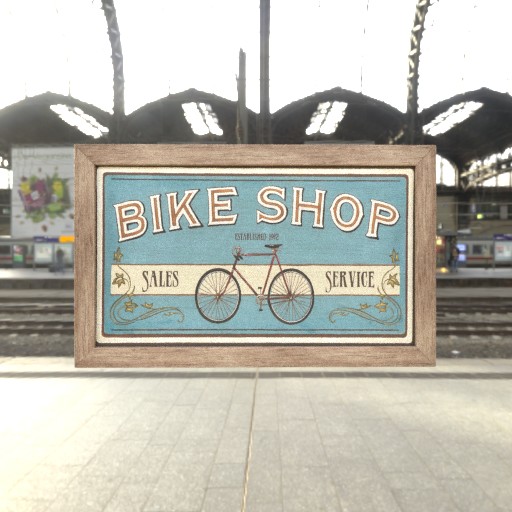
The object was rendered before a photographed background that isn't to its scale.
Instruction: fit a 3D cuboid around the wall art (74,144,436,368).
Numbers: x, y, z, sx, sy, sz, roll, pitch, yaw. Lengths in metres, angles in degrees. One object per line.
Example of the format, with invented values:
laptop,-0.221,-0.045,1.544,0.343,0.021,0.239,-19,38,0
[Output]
wall art,0.000,0.000,0.965,0.780,0.480,0.021,0,0,-1
